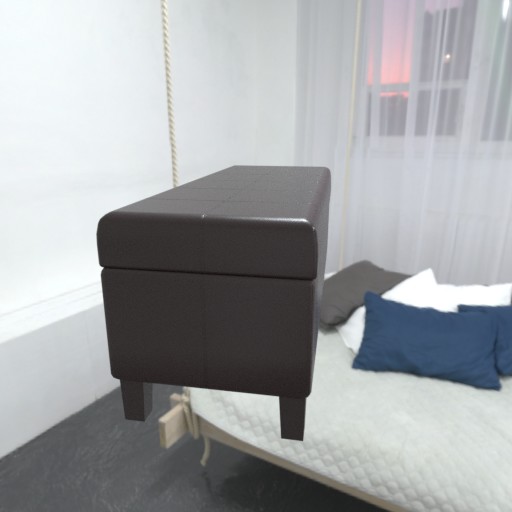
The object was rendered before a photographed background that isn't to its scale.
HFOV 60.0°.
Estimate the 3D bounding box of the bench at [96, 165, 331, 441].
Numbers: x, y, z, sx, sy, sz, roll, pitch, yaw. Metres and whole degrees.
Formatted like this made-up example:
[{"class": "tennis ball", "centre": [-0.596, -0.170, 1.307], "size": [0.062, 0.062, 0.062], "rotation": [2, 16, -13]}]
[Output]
[{"class": "bench", "centre": [0.000, 0.000, 1.362], "size": [0.429, 0.457, 1.092], "rotation": [3, 17, 10]}]
